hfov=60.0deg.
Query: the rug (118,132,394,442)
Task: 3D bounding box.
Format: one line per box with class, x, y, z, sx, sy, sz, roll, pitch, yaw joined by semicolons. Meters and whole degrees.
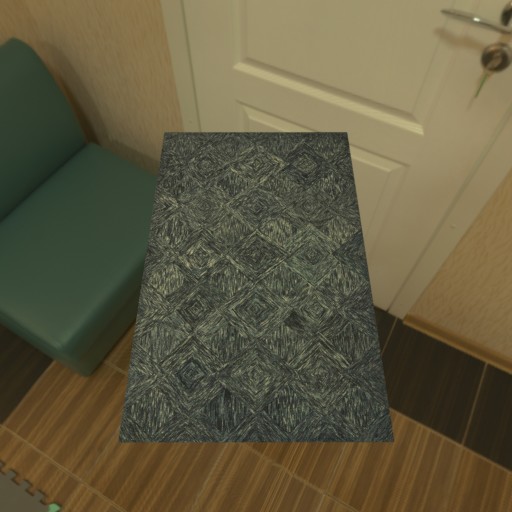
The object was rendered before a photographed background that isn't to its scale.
rug;0.000;0.000;2.974;1.478;0.017;2.330;0;59;0
